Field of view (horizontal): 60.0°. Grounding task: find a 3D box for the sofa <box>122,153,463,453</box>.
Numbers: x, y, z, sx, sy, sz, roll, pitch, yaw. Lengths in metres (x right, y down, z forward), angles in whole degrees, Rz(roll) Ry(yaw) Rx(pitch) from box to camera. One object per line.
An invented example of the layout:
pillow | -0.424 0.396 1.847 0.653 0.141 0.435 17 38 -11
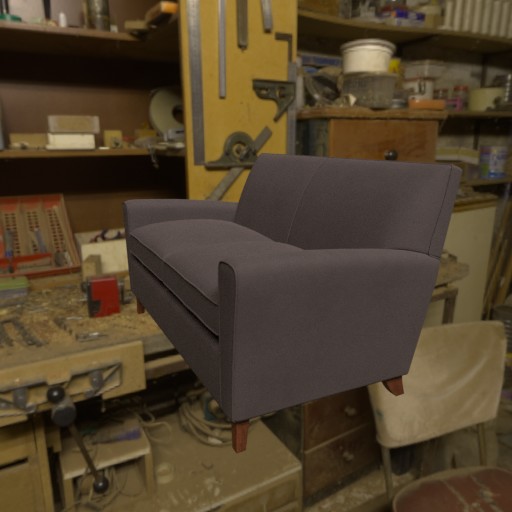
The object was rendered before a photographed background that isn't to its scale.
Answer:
sofa | 0.000 0.000 1.973 0.871 0.846 1.420 -8 17 -27
